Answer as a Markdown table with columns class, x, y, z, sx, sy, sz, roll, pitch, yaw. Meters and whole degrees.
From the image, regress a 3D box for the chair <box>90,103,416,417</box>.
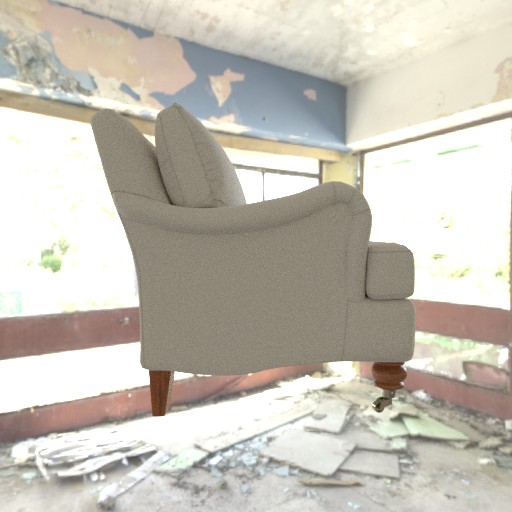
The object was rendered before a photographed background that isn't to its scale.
| class | x | y | z | sx | sy | sz | roll | pitch | yaw |
| --- | --- | --- | --- | --- | --- | --- | --- | --- | --- |
| chair | 0.000 | 0.000 | 1.850 | 1.070 | 1.038 | 0.955 | 0 | 1 | 1 |
